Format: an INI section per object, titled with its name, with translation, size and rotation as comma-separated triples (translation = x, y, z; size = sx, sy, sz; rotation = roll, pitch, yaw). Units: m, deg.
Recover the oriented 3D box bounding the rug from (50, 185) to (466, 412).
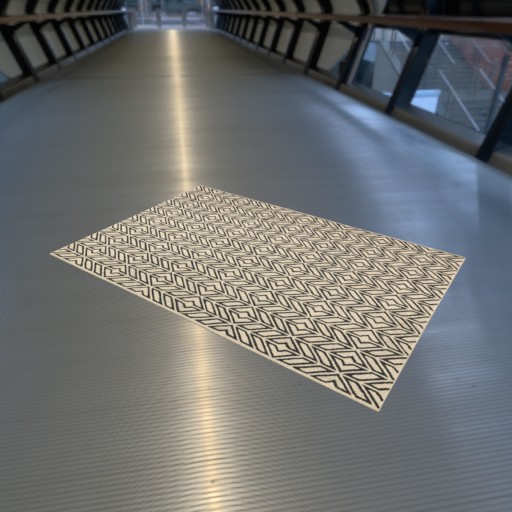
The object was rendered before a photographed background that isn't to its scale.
[rug]
translation = 0.000, 0.000, 2.339
size = 1.828, 0.007, 1.220
rotation = 19, 35, 30
